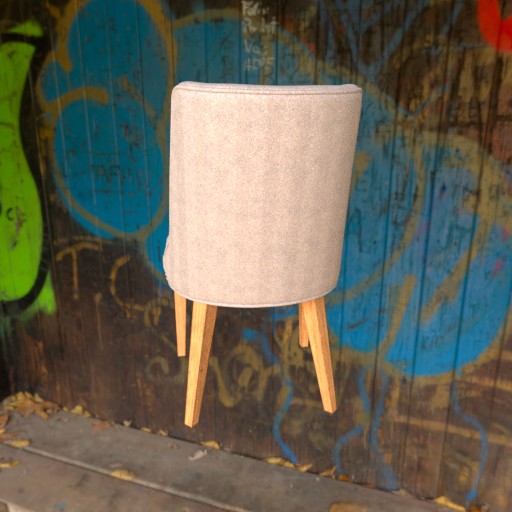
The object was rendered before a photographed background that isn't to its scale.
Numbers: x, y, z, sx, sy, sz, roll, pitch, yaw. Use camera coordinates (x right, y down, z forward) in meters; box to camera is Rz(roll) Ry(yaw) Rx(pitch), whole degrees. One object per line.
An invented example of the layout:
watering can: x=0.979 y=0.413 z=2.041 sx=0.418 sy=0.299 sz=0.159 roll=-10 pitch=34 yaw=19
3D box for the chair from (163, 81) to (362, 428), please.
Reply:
chair: x=0.000 y=0.000 z=1.309 sx=0.548 sy=0.916 sz=0.636 roll=-2 pitch=16 yaw=-9
